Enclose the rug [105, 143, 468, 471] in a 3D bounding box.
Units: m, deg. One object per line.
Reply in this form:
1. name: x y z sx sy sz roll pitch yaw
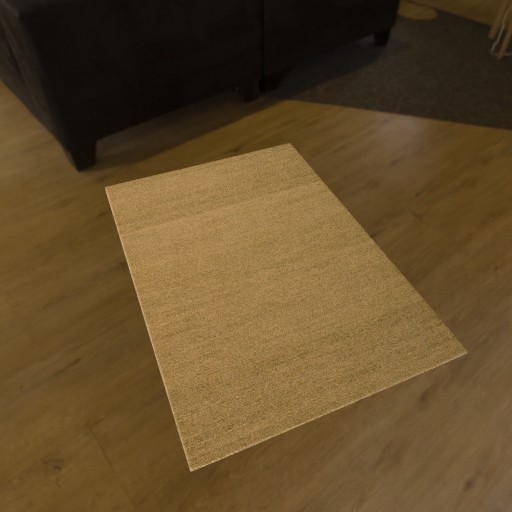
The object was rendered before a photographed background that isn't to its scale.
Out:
1. rug: 0.000 0.000 5.128 2.782 0.025 3.935 -17 49 -15
